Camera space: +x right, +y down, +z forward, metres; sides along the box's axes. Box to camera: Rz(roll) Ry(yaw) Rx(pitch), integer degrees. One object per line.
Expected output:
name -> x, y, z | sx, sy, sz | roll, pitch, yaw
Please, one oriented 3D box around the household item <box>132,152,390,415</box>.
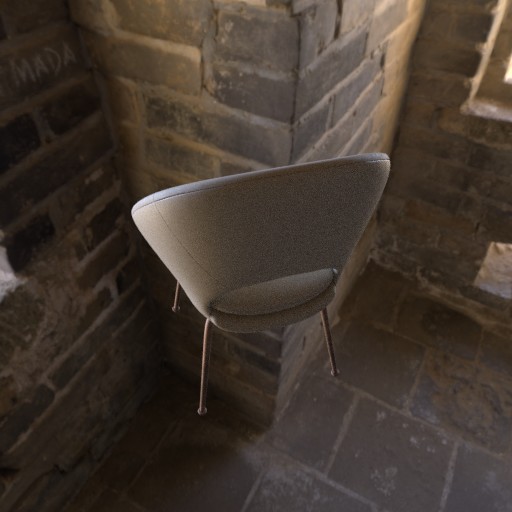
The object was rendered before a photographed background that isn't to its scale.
household item -> 0.000, 0.000, 1.267 | 0.623, 0.852, 0.573 | -12, 42, -14
